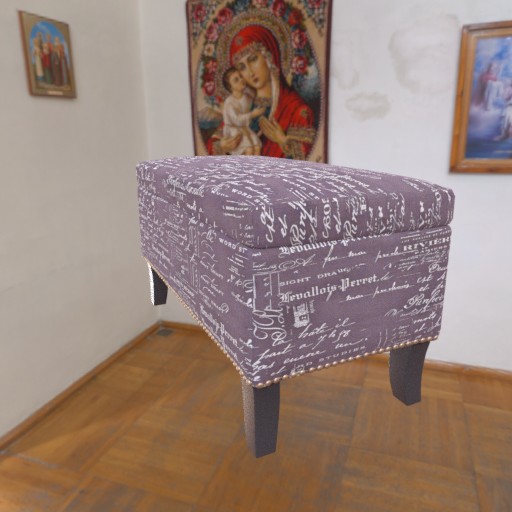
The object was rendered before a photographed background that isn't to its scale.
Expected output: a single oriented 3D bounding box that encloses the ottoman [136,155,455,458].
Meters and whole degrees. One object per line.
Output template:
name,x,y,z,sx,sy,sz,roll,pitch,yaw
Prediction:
ottoman,0.000,0.000,1.081,0.406,0.457,0.813,-8,18,-25
